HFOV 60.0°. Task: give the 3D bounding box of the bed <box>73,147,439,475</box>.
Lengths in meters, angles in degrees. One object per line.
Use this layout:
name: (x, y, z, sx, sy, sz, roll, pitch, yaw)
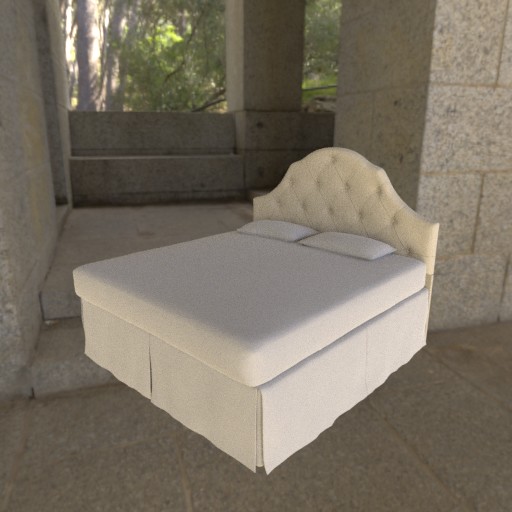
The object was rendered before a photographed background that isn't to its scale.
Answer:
bed: (0.000, 0.000, 3.387, 2.012, 1.555, 2.086, 15, 22, 41)
